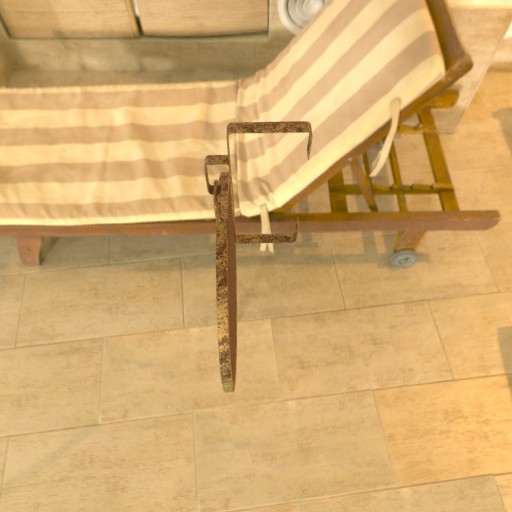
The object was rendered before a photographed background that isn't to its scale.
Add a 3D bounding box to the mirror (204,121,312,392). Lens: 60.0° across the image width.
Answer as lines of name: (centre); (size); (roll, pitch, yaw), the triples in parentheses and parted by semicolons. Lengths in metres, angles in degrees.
mirror: (0.000, 0.000, 0.841); (0.144, 0.651, 0.447); (-1, 60, -1)
